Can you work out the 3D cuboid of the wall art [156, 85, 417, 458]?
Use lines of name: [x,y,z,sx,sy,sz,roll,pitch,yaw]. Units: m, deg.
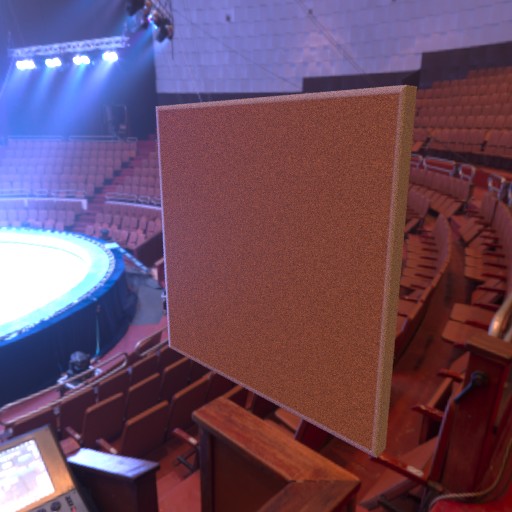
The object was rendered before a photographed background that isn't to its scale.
wall art: [0.000,0.000,1.141,0.768,0.765,0.041,14,20,42]
